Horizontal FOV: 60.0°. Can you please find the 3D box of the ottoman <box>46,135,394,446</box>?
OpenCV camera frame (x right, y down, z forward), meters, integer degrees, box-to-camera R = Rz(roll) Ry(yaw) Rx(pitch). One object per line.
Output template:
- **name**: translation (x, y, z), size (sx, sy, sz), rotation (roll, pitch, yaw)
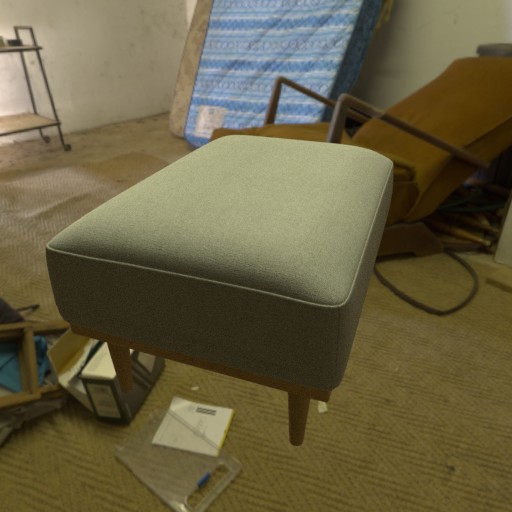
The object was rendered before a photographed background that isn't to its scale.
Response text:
- **ottoman**: translation (0.000, 0.000, 1.057), size (0.549, 0.428, 0.749), rotation (10, 31, 18)
